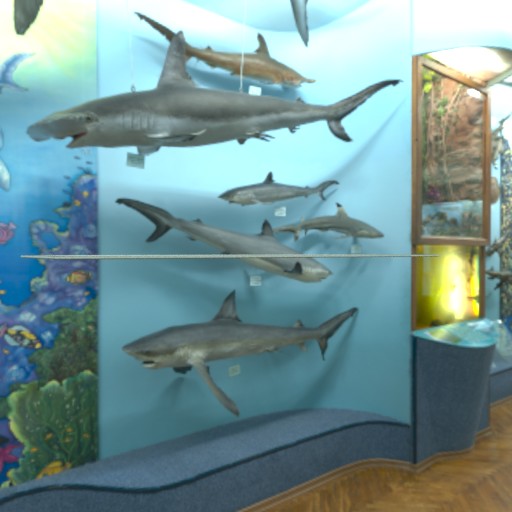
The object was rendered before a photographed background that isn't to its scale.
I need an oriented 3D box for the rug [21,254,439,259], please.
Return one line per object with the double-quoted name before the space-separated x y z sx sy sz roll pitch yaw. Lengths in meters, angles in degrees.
"rug" 0.000 0.000 2.637 2.388 0.012 0.864 0 0 -35
